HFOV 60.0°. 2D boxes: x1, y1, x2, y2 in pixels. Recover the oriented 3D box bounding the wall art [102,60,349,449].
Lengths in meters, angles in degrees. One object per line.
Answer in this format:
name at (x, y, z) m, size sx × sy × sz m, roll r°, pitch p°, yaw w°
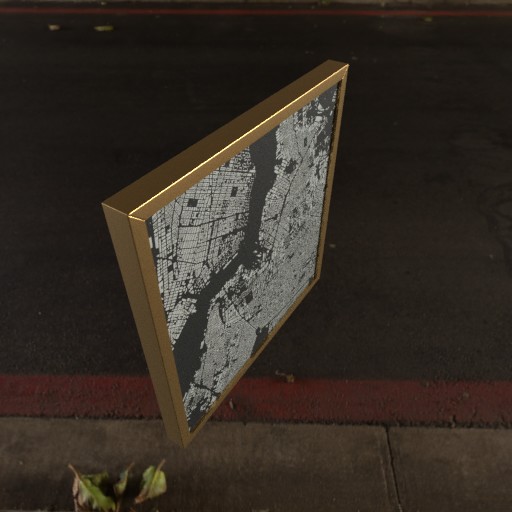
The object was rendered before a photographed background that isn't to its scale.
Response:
wall art at (0.000, 0.000, 0.460) m, size 0.023 × 0.305 × 0.305 m, roll 24°, pitch 47°, yaw 24°
